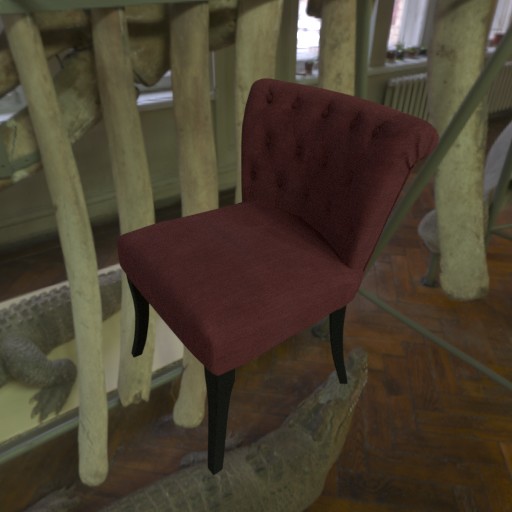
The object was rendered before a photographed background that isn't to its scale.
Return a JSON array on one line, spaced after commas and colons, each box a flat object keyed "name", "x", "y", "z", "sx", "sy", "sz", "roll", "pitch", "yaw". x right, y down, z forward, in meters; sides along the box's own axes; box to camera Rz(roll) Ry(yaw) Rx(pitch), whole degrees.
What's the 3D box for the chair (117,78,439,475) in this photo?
[{"name": "chair", "x": 0.000, "y": 0.000, "z": 1.156, "sx": 0.605, "sy": 0.750, "sz": 0.582, "roll": -21, "pitch": 38, "yaw": -30}]
